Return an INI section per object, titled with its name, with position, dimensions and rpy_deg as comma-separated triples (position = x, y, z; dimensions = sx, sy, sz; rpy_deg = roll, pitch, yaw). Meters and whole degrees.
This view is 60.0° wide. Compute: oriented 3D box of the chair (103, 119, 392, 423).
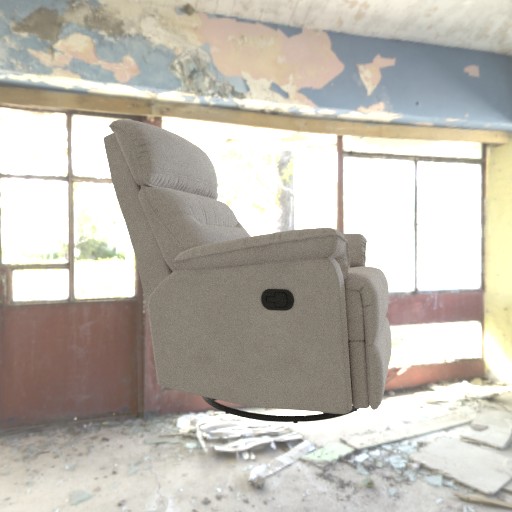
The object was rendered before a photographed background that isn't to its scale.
[chair]
position = 0.000, 0.000, 1.737
dimensions = 1.001, 1.039, 0.820
rpy_deg = 1, 2, 19
